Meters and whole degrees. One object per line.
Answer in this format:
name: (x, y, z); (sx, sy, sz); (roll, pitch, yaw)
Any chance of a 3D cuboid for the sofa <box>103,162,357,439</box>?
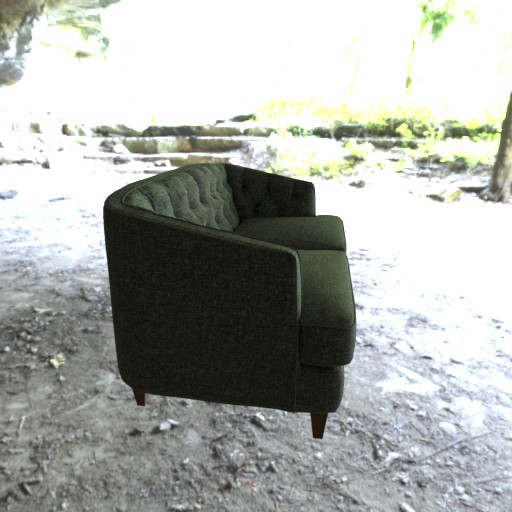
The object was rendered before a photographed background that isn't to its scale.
sofa: (0.000, 0.000, 2.285); (0.941, 0.855, 1.733); (3, 17, 9)
